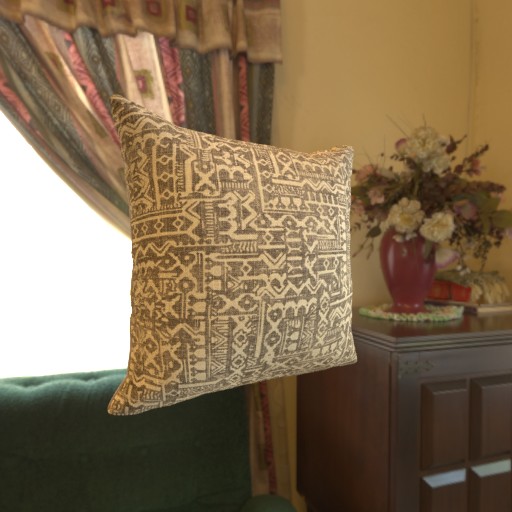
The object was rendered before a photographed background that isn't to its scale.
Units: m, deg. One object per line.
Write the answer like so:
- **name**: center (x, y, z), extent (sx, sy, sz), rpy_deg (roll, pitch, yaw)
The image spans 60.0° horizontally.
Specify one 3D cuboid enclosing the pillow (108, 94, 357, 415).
- **pillow**: center (0.000, 0.000, 0.820), extent (0.546, 0.487, 0.180), rpy_deg (0, 0, -36)
